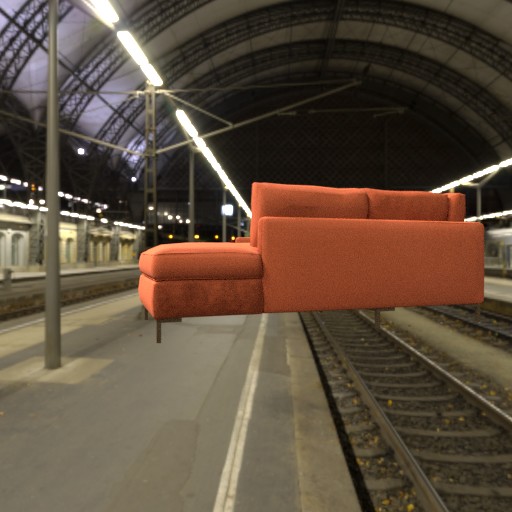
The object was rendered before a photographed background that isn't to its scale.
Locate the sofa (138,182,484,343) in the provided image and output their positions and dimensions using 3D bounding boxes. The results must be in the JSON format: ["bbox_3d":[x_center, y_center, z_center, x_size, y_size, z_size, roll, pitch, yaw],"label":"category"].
[{"bbox_3d":[0.000,0.000,3.501,1.879,0.757,2.736,0,0,-18],"label":"sofa"}]
